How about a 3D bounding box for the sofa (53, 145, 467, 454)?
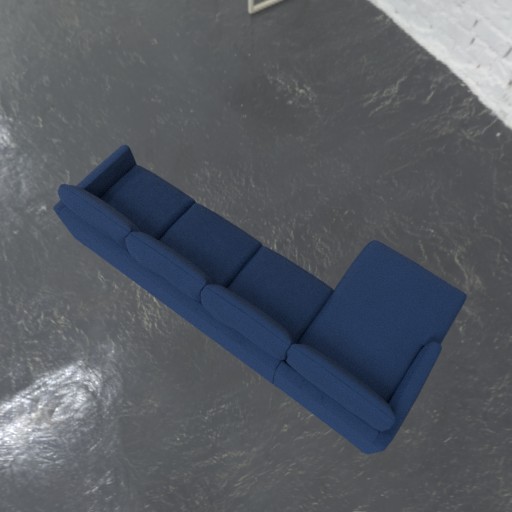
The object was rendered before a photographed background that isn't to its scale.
[{"bbox_3d":[0.000,0.000,2.847,2.450,0.679,1.128,33,68,15],"label":"sofa"}]
